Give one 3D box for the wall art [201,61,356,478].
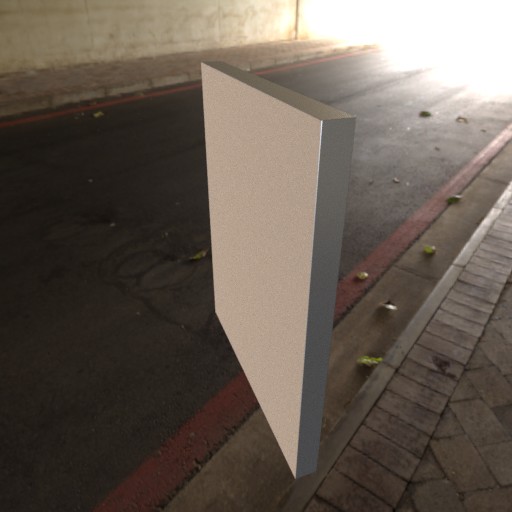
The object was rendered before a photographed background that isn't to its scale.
[{"bbox_3d":[0.000,0.000,0.740,0.038,0.549,0.452,-11,32,-18],"label":"wall art"}]
